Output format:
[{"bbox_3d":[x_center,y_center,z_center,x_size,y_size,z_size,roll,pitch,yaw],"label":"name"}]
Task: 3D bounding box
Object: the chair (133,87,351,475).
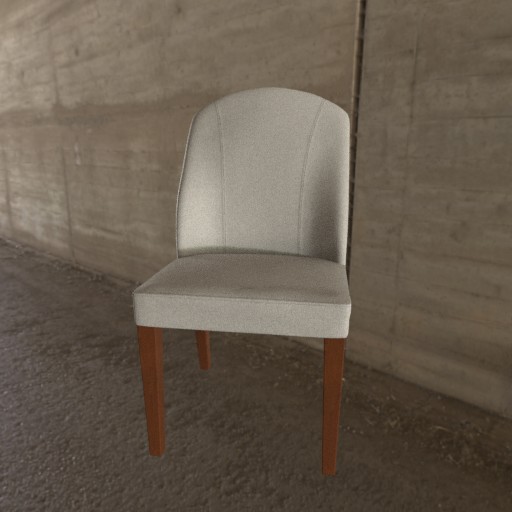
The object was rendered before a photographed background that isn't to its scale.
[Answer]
[{"bbox_3d":[0.000,0.000,1.162,0.472,0.893,0.540,2,14,9],"label":"chair"}]
